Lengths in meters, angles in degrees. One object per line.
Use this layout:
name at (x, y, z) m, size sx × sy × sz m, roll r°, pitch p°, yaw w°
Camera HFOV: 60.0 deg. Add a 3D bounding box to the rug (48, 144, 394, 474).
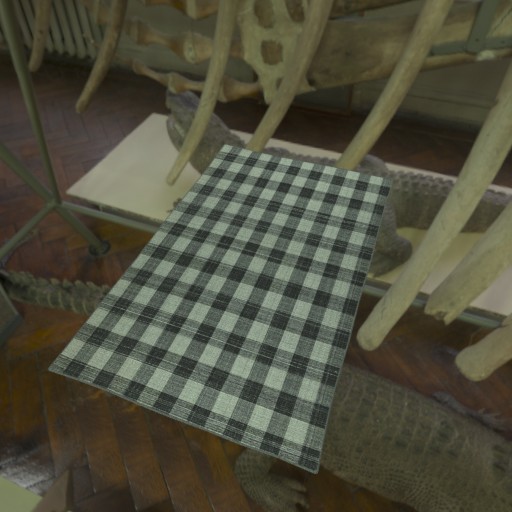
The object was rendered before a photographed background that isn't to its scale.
rug at (0.000, 0.000, 3.085) m, size 1.554 × 0.011 × 2.476 m, roll 15°, pitch 48°, yaw 14°
